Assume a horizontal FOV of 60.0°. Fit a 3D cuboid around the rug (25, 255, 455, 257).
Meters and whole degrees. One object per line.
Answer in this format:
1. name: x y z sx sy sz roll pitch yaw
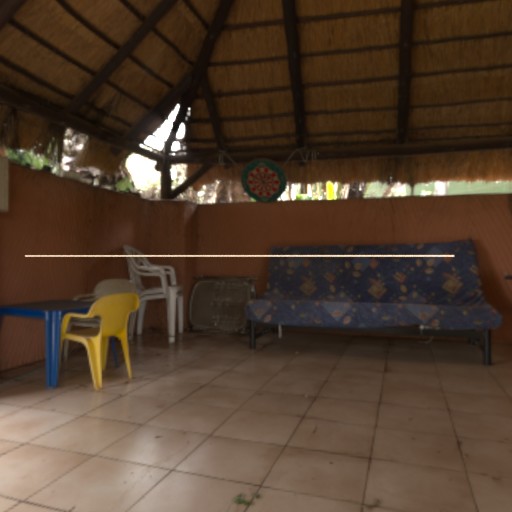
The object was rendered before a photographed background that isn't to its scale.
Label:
1. rug: 0.000 0.000 2.932 2.227 0.008 1.611 0 0 17
